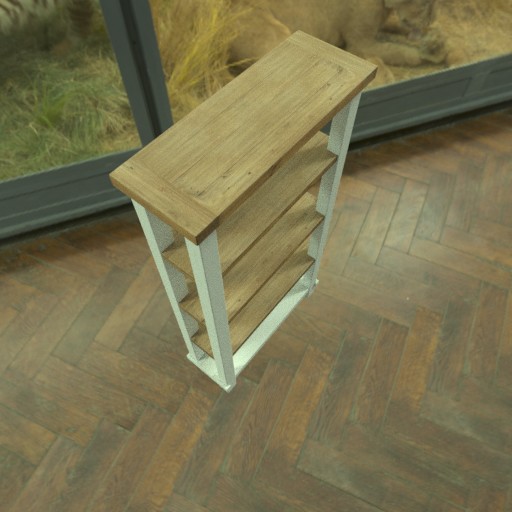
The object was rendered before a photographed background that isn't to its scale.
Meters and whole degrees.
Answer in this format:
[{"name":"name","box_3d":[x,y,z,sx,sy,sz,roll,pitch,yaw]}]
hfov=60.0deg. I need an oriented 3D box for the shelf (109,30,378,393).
[{"name":"shelf","box_3d":[0.000,0.000,2.354,0.381,1.878,1.022,35,64,19]}]
